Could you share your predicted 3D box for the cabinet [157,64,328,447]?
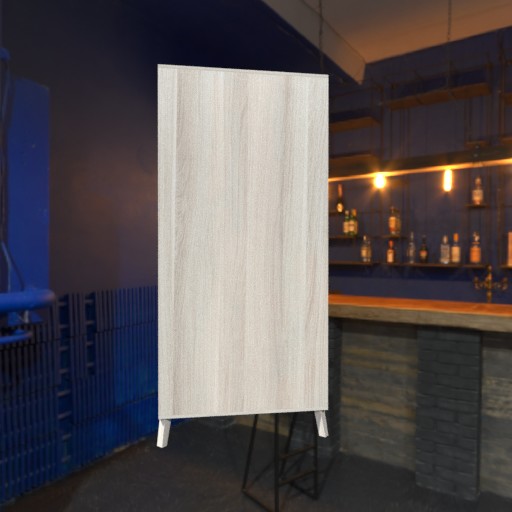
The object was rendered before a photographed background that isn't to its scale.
[{"bbox_3d":[0.000,0.000,2.685,0.969,1.957,1.272,0,0,36],"label":"cabinet"}]
